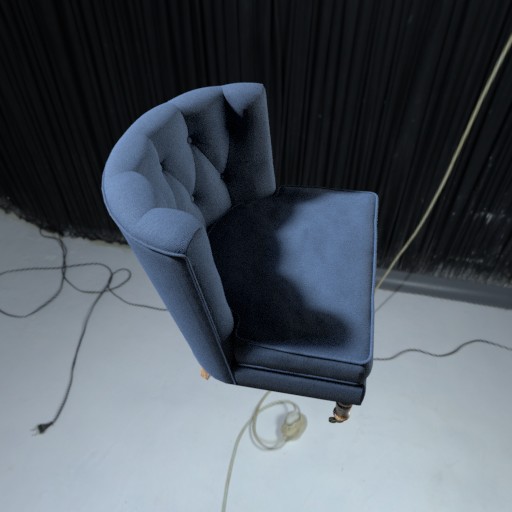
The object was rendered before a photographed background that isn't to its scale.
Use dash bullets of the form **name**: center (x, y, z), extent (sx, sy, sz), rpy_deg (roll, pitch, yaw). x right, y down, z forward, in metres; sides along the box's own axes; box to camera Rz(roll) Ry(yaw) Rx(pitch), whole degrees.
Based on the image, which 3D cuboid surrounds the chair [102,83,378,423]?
- **chair**: center (0.000, 0.000, 1.337), extent (0.718, 0.771, 0.740), rpy_deg (9, 46, 9)
